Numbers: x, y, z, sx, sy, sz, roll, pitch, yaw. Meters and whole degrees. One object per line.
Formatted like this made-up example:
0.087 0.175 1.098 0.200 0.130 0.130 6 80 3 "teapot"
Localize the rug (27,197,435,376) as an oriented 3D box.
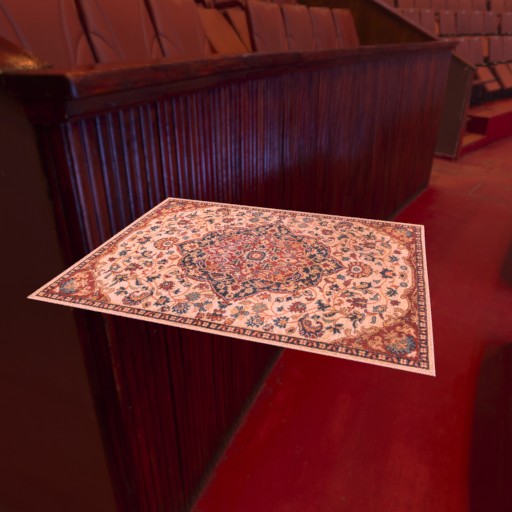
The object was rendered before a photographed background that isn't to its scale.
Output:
0.000 0.000 4.173 3.067 0.005 2.454 8 28 15 "rug"
